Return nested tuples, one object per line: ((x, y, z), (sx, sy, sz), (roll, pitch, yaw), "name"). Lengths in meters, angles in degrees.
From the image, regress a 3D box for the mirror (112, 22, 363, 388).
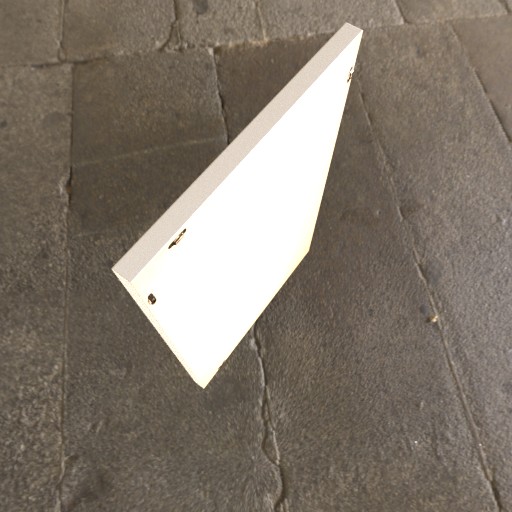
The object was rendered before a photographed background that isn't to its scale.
((0.000, 0.000, 1.114), (0.041, 0.915, 0.609), (34, 69, 15), "mirror")
